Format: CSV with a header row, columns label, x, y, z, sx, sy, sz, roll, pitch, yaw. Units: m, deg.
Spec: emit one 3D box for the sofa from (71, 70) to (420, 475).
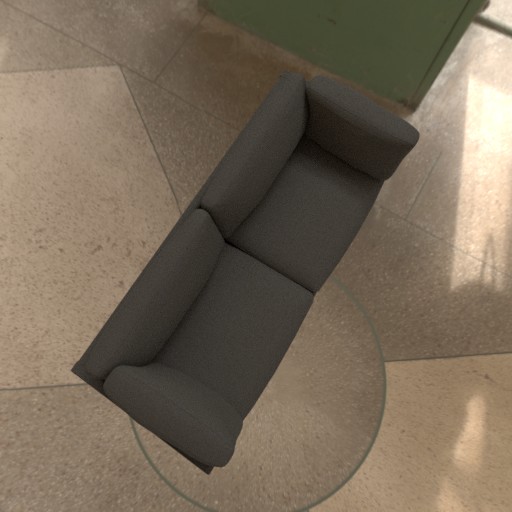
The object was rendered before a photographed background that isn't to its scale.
label,x,y,z,sx,sy,sz,roll,pitch,yaw
sofa,0.000,0.000,2.760,0.969,0.792,2.312,31,77,8
